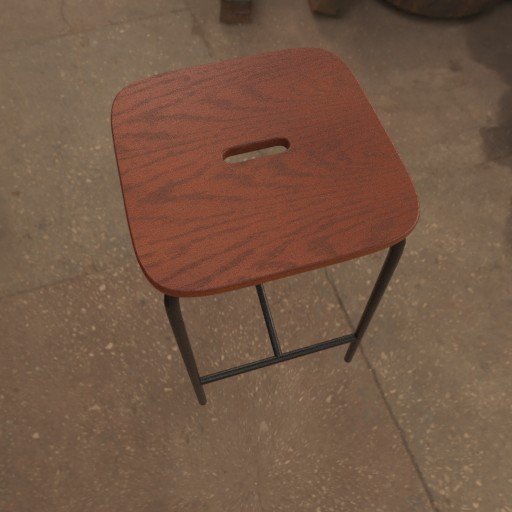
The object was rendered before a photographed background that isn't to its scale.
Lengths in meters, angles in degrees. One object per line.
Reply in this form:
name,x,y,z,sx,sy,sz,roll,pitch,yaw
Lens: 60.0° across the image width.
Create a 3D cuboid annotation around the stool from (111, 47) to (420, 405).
stool,0.000,0.000,0.853,0.376,0.610,0.376,-14,64,-7
